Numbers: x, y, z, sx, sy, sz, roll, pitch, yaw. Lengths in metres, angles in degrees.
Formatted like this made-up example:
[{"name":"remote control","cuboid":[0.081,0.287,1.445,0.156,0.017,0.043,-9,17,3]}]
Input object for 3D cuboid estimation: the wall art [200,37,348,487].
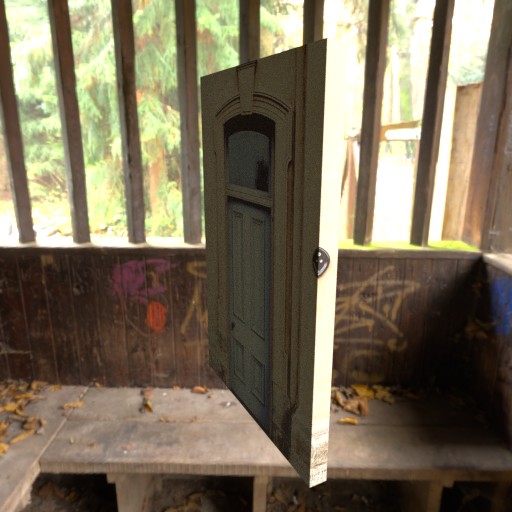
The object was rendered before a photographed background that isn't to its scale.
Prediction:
[{"name":"wall art","cuboid":[0.000,0.000,0.948,0.038,0.764,0.508,-8,17,-26]}]
